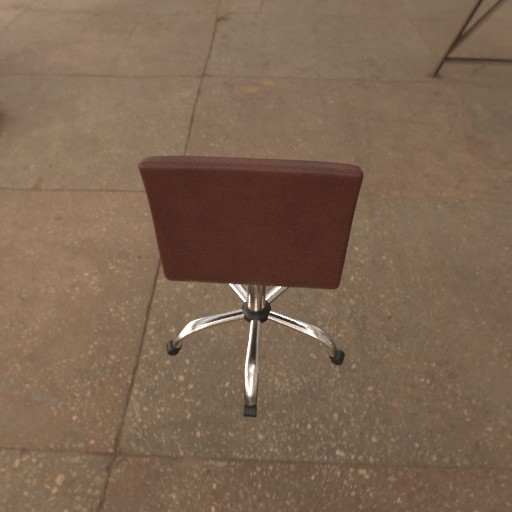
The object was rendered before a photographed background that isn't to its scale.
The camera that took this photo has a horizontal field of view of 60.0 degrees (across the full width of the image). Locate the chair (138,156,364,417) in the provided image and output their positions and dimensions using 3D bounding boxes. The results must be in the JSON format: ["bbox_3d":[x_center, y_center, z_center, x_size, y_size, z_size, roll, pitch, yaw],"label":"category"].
[{"bbox_3d":[0.000,0.000,1.142,0.556,0.780,0.530,3,47,3],"label":"chair"}]
